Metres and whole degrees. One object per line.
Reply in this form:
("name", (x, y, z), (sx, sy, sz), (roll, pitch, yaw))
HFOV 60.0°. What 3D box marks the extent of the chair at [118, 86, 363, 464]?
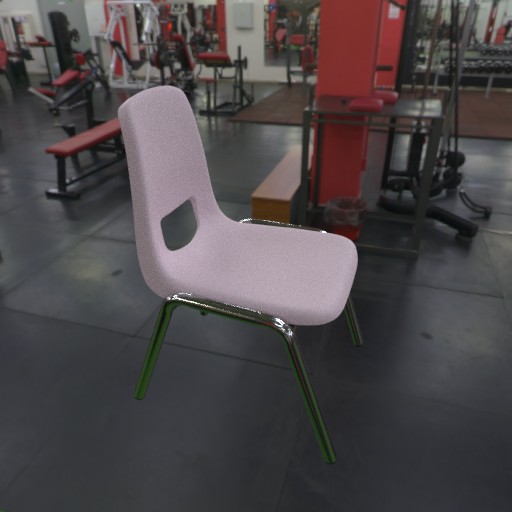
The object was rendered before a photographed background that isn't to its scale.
("chair", (0.000, 0.000, 0.844), (0.423, 0.586, 0.354), (10, 30, 17))
